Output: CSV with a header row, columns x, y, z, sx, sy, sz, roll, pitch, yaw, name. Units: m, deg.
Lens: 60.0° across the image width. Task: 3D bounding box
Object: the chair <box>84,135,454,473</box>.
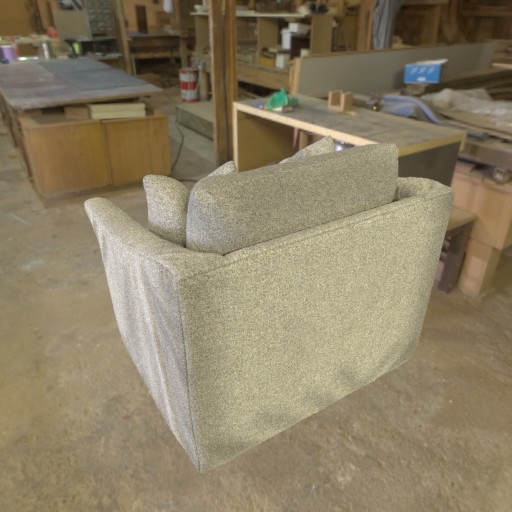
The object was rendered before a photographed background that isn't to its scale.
x,y,z,sx,sy,sz,roll,pitch,yaw,name
0.000,0.000,1.994,1.194,1.059,1.071,-18,35,-28,chair
